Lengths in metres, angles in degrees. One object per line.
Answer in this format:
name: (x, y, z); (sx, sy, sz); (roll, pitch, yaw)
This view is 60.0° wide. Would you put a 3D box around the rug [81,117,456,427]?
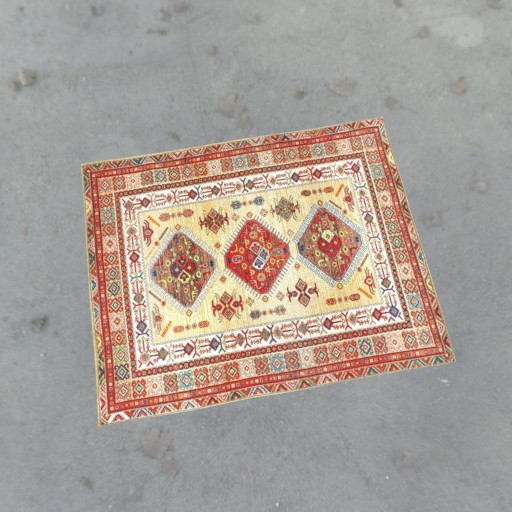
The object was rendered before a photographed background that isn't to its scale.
rug: (0.000, 0.000, 4.077); (3.067, 0.005, 2.460); (-9, 74, -3)
